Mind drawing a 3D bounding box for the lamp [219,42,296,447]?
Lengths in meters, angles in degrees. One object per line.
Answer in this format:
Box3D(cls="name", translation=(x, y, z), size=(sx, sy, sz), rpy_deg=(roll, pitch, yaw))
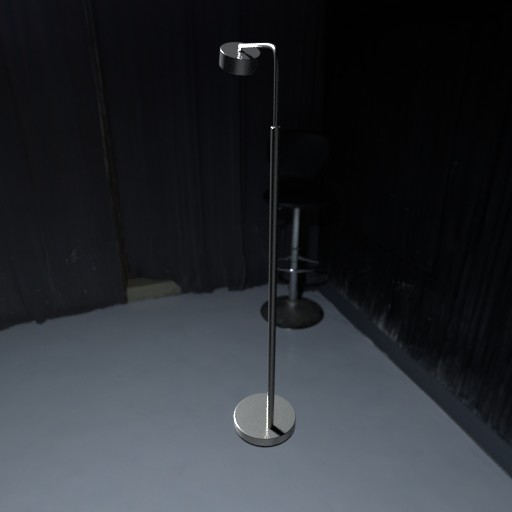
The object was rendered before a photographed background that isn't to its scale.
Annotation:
Box3D(cls="lamp", translation=(0.000, 0.000, 1.433), size=(0.222, 1.250, 0.421), rpy_deg=(-8, 26, -17))
